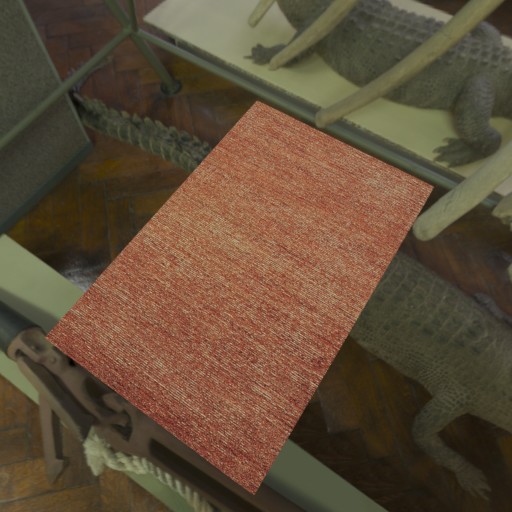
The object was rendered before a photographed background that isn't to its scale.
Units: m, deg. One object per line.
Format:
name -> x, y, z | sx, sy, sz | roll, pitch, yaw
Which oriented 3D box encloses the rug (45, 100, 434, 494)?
rug -> 0.000, 0.000, 2.192 | 1.139, 0.011, 1.747 | 31, 67, 14
